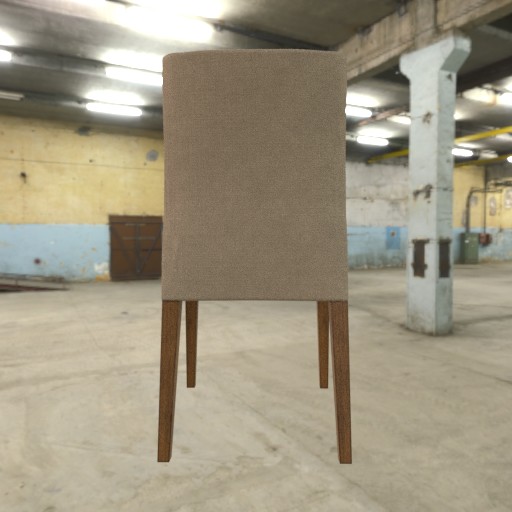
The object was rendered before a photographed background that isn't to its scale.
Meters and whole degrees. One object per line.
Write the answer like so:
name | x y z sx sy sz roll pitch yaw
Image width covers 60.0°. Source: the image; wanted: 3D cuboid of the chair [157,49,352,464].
chair | 0.000 0.000 1.269 0.496 0.940 0.585 0 2 1
